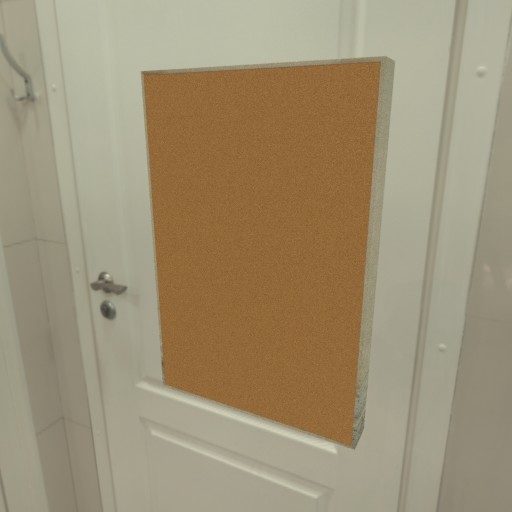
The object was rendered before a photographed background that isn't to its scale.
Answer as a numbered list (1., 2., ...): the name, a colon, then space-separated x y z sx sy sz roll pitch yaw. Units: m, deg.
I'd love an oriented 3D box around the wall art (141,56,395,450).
1. wall art: 0.000 0.000 0.482 0.254 0.381 0.038 9 19 26
